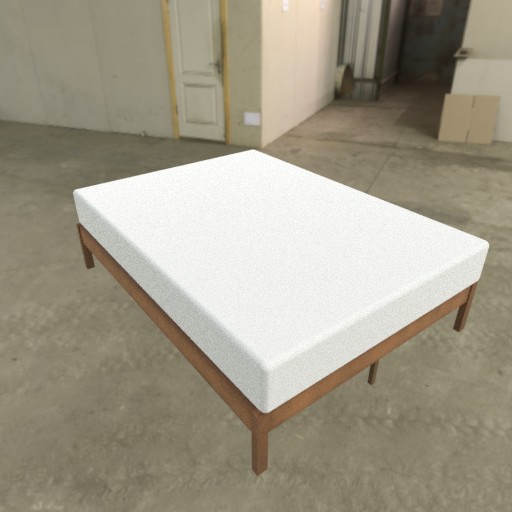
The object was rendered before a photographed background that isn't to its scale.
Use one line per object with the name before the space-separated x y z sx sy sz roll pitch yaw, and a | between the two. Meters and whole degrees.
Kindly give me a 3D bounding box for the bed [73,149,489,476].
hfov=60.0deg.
bed | 0.000 0.000 2.747 1.529 0.593 2.050 -21 36 -32
